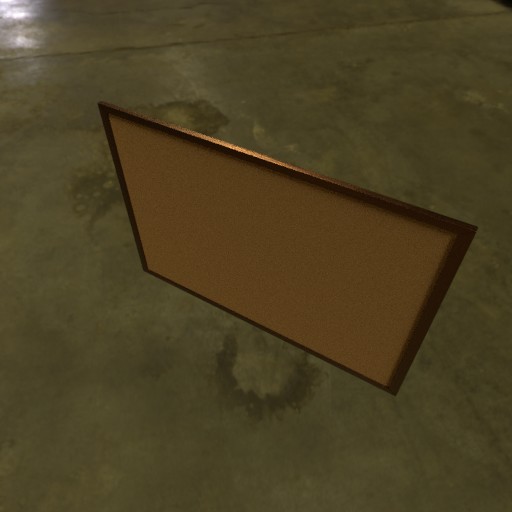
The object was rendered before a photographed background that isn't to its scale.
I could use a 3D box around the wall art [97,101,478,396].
[{"bbox_3d":[0.000,0.000,1.047,0.816,0.559,0.014,23,51,21],"label":"wall art"}]
